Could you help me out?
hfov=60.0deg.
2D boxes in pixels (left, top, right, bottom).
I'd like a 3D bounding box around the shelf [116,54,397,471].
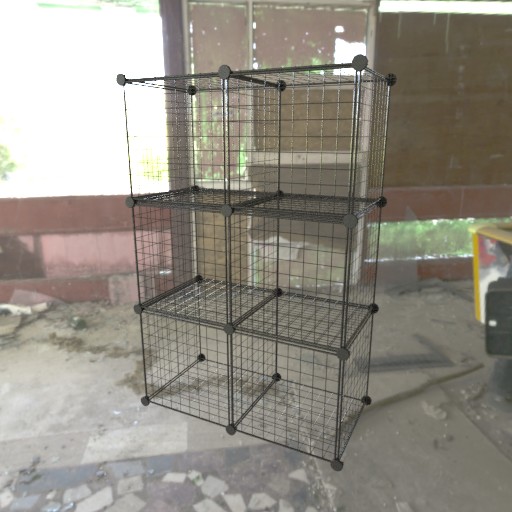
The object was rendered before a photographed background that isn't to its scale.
[{"bbox_3d":[0.000,0.000,1.390,0.711,1.067,0.356,8,17,26],"label":"shelf"}]
